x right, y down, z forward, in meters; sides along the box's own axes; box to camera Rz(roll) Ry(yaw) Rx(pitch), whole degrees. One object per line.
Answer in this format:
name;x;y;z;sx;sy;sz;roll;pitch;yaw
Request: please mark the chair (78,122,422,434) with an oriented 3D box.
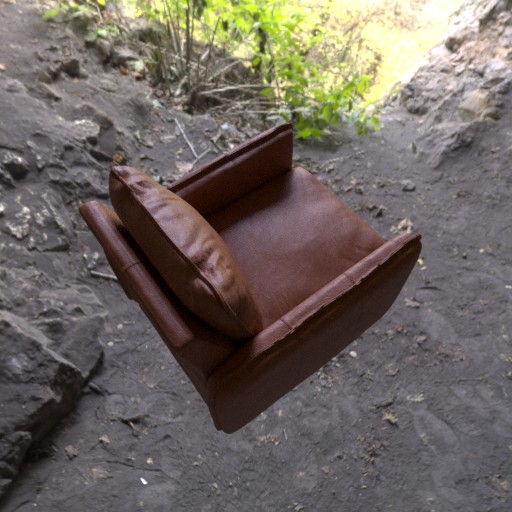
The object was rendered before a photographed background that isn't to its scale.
chair;0.000;0.000;1.645;0.922;0.922;0.830;-33;63;-19
